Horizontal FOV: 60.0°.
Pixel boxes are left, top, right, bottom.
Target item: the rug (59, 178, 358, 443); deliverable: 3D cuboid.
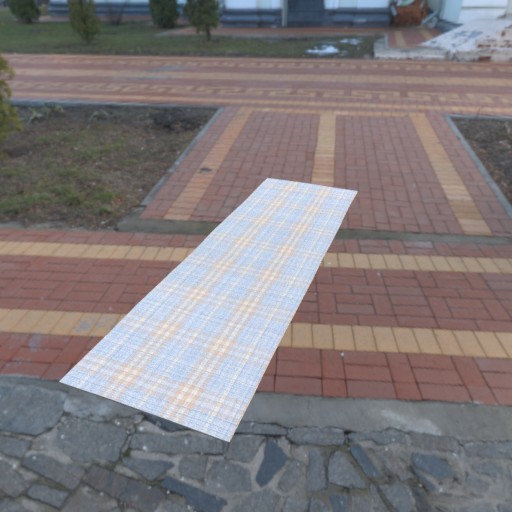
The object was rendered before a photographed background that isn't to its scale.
[{"bbox_3d":[0.000,0.000,2.653,0.762,0.013,2.439,12,33,18],"label":"rug"}]
